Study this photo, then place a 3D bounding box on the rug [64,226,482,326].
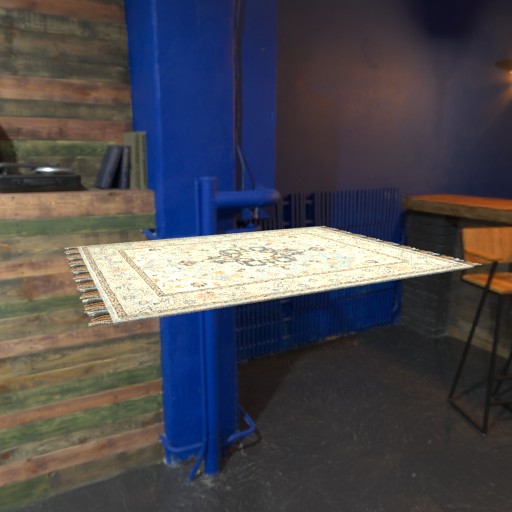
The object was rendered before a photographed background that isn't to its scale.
[{"bbox_3d":[0.000,0.000,2.243,1.730,0.009,1.278,-6,14,-25],"label":"rug"}]
